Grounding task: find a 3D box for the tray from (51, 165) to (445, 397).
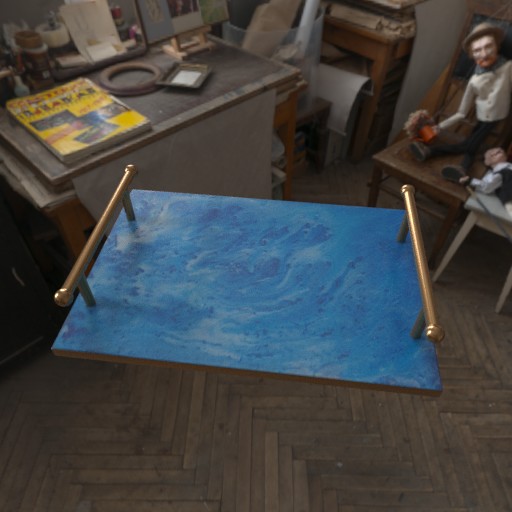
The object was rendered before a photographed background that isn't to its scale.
[{"bbox_3d":[0.000,0.000,0.581,0.444,0.084,0.304,5,46,5],"label":"tray"}]
